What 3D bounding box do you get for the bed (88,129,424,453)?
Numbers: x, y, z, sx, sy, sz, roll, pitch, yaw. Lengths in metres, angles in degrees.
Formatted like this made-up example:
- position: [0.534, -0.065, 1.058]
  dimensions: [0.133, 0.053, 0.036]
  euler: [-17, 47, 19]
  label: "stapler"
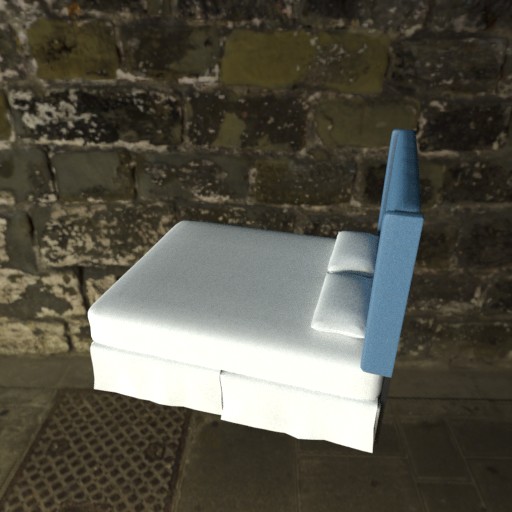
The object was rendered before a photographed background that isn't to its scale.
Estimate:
- position: [0.000, 0.000, 3.341]
  dimensions: [2.078, 1.665, 1.719]
  euler: [8, 30, 14]
  label: "bed"
